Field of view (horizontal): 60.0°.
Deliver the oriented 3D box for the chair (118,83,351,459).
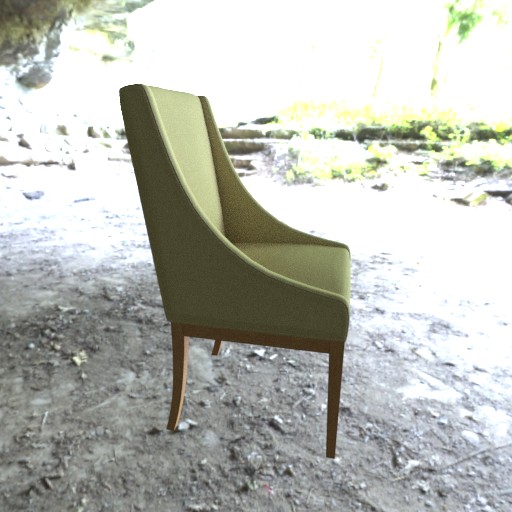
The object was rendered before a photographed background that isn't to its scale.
[{"bbox_3d":[0.000,0.000,1.438,0.611,1.021,0.575,3,17,11],"label":"chair"}]
